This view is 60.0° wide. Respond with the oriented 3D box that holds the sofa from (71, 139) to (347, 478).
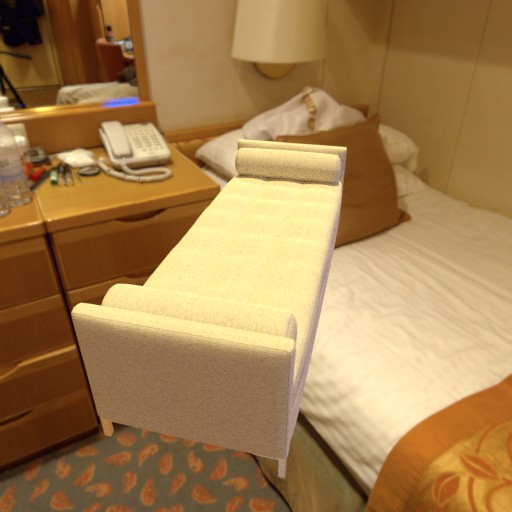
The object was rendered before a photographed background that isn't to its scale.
[{"bbox_3d":[0.000,0.000,2.440,0.797,0.655,2.102,8,32,12],"label":"sofa"}]
